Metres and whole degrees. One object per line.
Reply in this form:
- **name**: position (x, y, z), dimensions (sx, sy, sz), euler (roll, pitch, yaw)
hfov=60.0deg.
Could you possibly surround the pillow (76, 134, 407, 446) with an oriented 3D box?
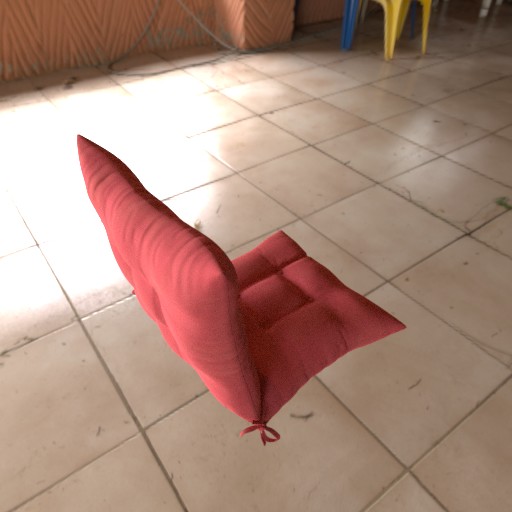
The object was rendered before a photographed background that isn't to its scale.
- **pillow**: position (0.000, 0.000, 0.996), dimensions (0.585, 0.536, 0.541), euler (-26, 47, -27)
